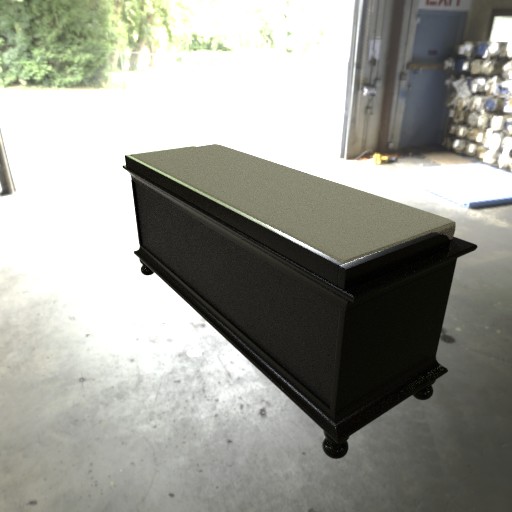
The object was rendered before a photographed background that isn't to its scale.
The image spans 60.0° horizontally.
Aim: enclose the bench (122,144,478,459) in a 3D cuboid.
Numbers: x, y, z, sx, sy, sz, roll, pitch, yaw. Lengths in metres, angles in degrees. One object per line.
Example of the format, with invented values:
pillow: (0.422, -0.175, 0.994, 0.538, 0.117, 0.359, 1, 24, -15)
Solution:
bench: (0.000, 0.000, 1.429, 0.402, 0.501, 1.185, -17, 30, -31)
